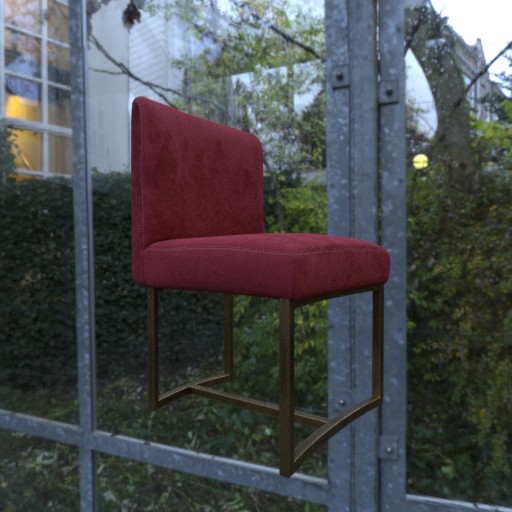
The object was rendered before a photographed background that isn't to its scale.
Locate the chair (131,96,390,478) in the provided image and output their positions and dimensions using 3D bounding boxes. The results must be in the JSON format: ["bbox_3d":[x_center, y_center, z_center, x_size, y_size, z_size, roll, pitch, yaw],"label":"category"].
[{"bbox_3d":[0.000,0.000,1.177,0.560,0.824,0.530,1,2,36],"label":"chair"}]
